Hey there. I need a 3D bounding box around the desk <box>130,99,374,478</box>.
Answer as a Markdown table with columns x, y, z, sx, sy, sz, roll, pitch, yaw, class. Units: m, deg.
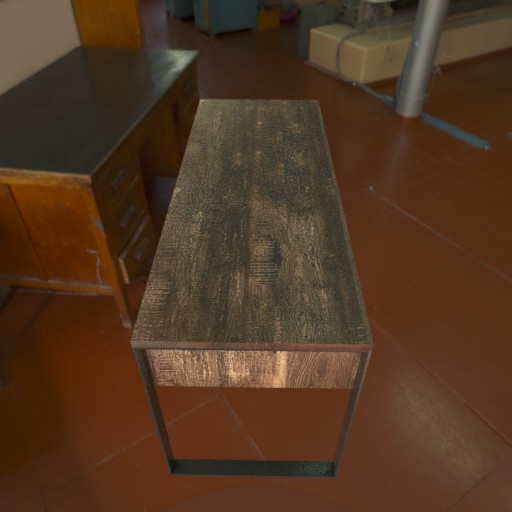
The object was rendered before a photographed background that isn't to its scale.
| x | y | z | sx | sy | sz | roll | pitch | yaw | class |
| --- | --- | --- | --- | --- | --- | --- | --- | --- | --- |
| 0.000 | 0.000 | 1.906 | 0.599 | 0.762 | 1.524 | 1 | 41 | 1 | desk |
